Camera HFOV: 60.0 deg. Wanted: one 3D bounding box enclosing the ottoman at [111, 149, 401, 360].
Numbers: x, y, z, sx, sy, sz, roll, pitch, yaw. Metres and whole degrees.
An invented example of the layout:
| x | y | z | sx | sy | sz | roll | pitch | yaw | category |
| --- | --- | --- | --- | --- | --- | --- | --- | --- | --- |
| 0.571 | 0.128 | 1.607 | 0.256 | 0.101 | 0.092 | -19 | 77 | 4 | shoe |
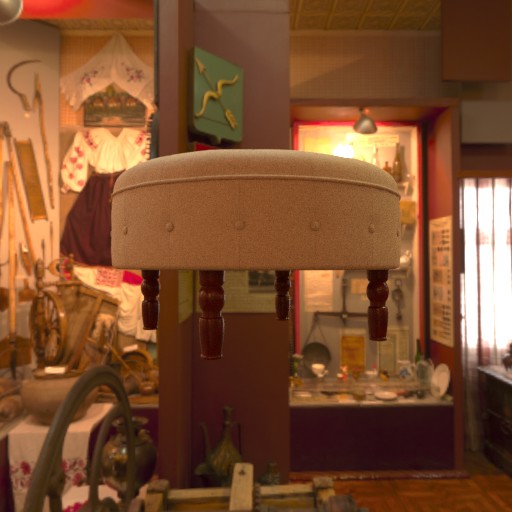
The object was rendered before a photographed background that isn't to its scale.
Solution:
| x | y | z | sx | sy | sz | roll | pitch | yaw | category |
| --- | --- | --- | --- | --- | --- | --- | --- | --- | --- |
| 0.000 | 0.000 | 1.362 | 0.849 | 0.478 | 0.849 | 0 | -1 | 0 | ottoman |
